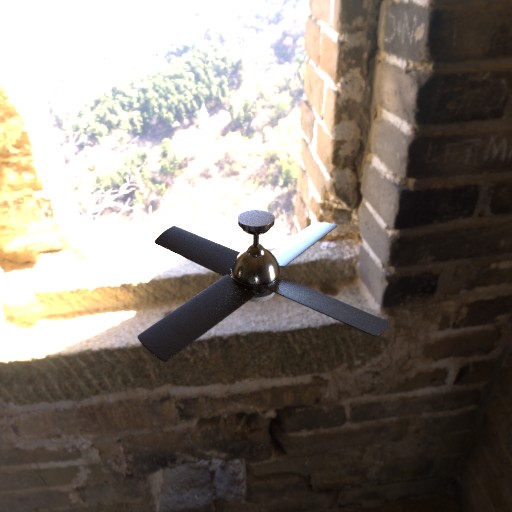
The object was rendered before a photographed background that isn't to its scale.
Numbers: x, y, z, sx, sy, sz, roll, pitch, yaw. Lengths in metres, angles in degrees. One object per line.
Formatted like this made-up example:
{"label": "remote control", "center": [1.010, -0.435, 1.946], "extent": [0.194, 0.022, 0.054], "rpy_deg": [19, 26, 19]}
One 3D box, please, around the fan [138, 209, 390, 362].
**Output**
{"label": "fan", "center": [0.000, 0.000, 2.087], "extent": [1.332, 0.403, 1.332], "rpy_deg": [22, 38, 32]}
